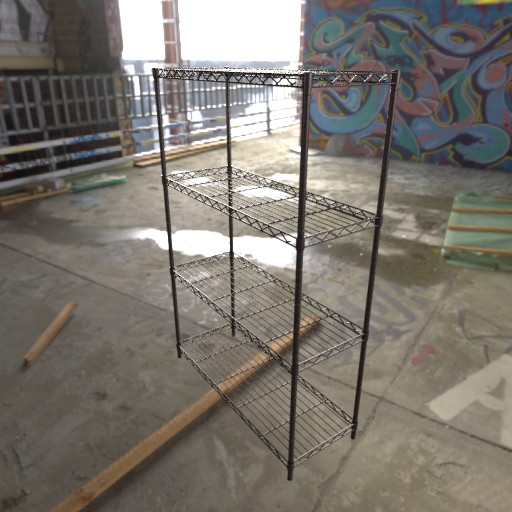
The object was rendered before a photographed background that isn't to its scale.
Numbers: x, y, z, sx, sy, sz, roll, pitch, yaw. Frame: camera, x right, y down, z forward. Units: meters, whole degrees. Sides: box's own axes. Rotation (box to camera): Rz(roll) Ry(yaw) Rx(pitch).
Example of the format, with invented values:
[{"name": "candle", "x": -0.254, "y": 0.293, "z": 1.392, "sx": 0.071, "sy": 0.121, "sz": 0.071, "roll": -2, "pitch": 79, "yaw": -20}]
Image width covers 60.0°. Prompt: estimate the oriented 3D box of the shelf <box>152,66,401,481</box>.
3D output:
[{"name": "shelf", "x": 0.000, "y": 0.000, "z": 1.745, "sx": 0.352, "sy": 1.361, "sz": 0.907, "roll": -16, "pitch": 28, "yaw": -32}]
